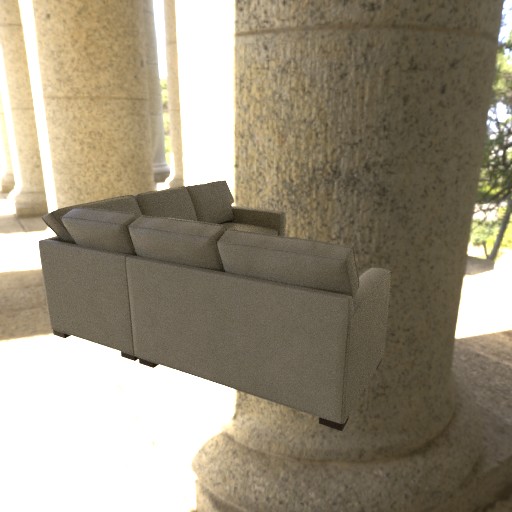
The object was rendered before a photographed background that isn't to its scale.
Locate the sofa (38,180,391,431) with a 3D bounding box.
[{"bbox_3d":[0.000,0.000,3.461,2.188,0.936,2.211,9,19,27],"label":"sofa"}]
